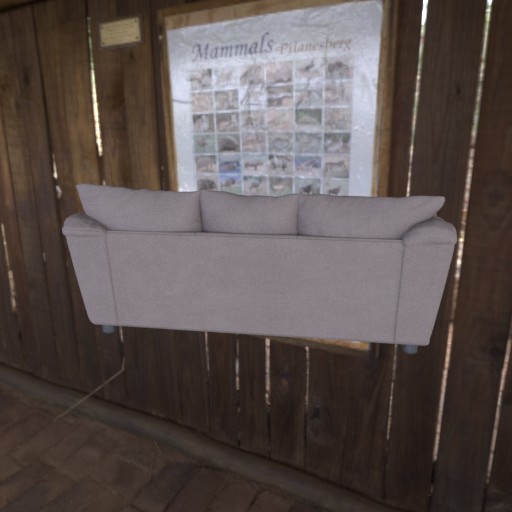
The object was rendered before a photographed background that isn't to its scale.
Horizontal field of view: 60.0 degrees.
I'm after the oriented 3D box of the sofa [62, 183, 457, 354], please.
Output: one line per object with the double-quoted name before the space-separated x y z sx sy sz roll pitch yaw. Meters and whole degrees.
"sofa" 0.000 0.000 2.954 2.377 0.981 0.893 2 15 8
